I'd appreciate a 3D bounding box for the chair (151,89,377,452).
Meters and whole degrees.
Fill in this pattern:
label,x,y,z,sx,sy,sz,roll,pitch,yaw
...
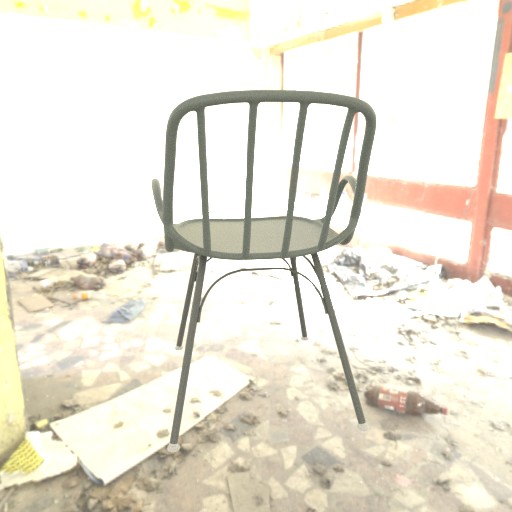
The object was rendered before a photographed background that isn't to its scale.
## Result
label,x,y,z,sx,sy,sz,roll,pitch,yaw
chair,0.000,0.000,1.226,0.549,0.816,0.597,-3,16,-9
